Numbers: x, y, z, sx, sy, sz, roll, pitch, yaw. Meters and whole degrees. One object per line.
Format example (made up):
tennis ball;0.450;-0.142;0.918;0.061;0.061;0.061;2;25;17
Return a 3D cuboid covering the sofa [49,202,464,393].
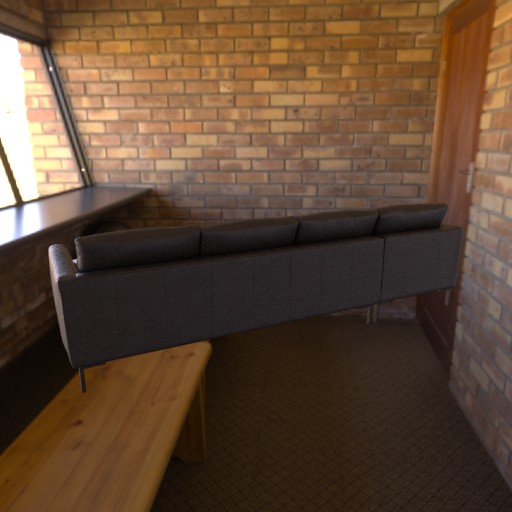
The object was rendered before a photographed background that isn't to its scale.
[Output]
sofa;0.000;0.000;3.547;2.993;0.859;1.471;-8;17;-26
